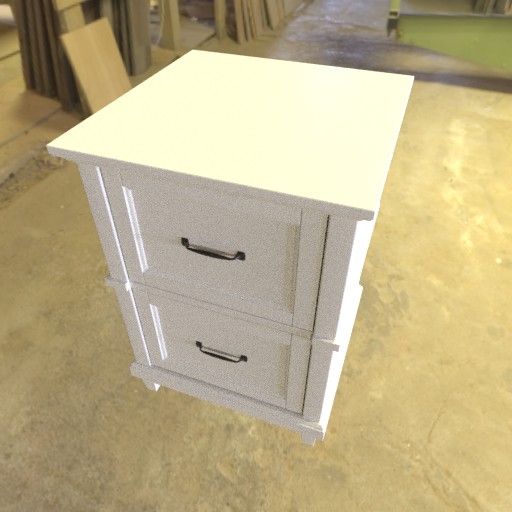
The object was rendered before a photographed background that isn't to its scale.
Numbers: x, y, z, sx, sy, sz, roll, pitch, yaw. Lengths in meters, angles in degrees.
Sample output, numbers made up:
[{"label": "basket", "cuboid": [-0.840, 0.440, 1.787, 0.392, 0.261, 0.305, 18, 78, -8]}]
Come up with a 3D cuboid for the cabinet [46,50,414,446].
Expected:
[{"label": "cabinet", "cuboid": [0.000, 0.000, 1.113, 0.544, 0.775, 0.547, 14, 43, 15]}]
